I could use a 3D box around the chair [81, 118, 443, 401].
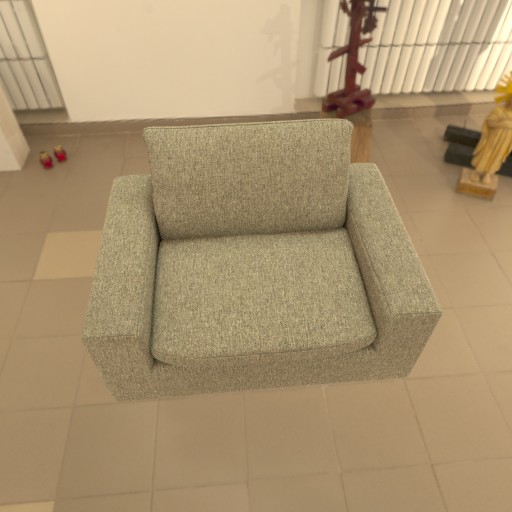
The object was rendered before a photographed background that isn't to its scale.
[{"bbox_3d":[0.000,0.000,2.062,1.398,0.915,1.039,-4,48,-3],"label":"chair"}]
